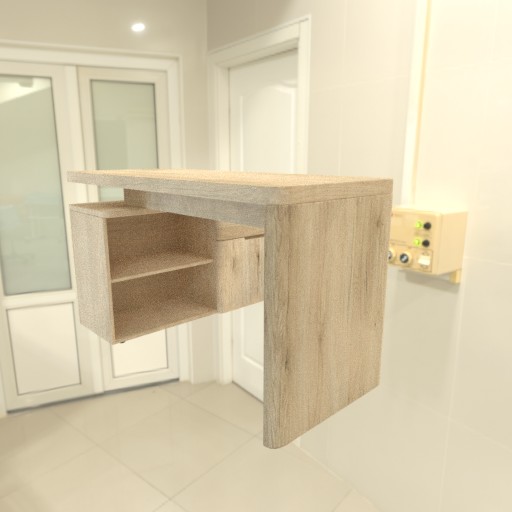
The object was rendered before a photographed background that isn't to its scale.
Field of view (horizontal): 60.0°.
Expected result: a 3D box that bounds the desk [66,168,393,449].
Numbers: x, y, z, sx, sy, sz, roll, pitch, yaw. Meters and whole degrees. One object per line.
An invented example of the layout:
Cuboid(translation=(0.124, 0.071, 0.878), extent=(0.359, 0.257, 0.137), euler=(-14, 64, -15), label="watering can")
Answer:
Cuboid(translation=(0.000, 0.000, 2.069), extent=(1.175, 0.770, 1.400), euler=(-12, 18, -42), label="desk")
